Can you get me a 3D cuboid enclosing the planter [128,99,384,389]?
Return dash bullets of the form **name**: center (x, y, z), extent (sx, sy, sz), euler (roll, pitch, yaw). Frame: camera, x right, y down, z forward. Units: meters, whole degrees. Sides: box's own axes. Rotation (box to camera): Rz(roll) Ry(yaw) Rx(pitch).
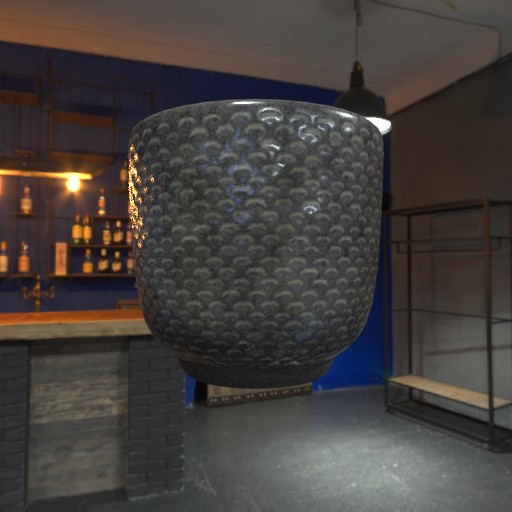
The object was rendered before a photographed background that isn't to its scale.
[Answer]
- **planter**: center (0.000, 0.000, 0.251), extent (0.140, 0.129, 0.140), euler (0, -1, 0)
